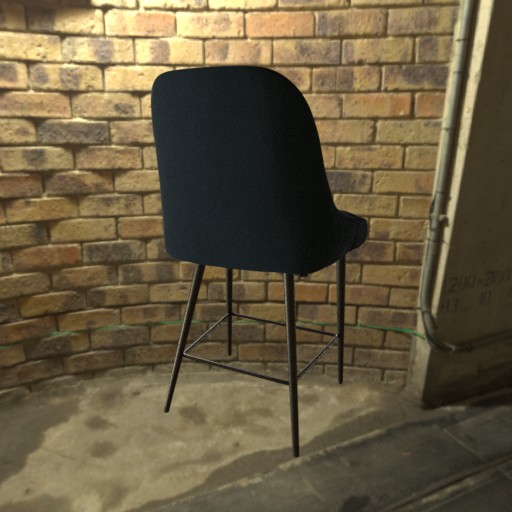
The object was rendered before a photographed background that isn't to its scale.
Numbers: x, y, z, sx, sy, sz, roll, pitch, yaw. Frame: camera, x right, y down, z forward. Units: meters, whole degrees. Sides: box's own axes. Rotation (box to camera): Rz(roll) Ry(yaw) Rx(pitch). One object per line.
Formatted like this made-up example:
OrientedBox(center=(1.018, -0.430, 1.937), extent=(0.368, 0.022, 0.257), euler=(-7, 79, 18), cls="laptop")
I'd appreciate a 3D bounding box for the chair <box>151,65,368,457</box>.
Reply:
OrientedBox(center=(0.000, 0.000, 1.242), extent=(0.526, 0.927, 0.489), euler=(8, 18, 26), cls="chair")
